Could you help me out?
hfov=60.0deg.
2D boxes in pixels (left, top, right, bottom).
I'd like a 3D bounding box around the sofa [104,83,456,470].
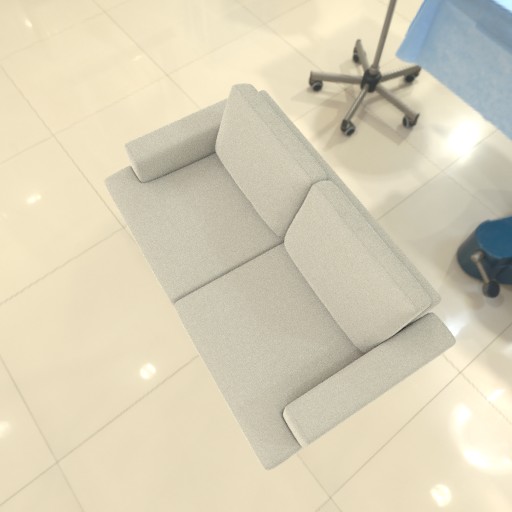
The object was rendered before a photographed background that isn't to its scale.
[{"bbox_3d":[0.000,0.000,2.131,0.920,0.810,1.650,-29,67,-13],"label":"sofa"}]
